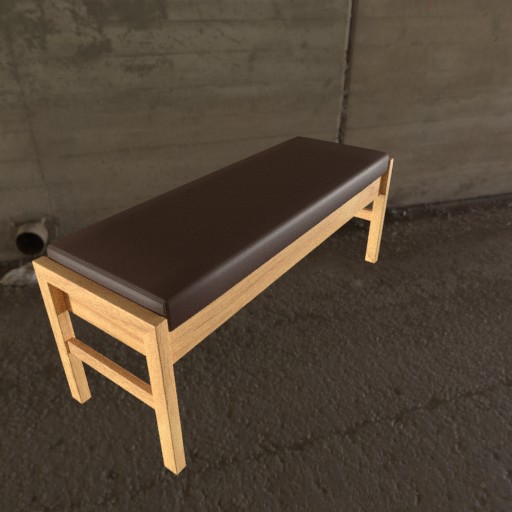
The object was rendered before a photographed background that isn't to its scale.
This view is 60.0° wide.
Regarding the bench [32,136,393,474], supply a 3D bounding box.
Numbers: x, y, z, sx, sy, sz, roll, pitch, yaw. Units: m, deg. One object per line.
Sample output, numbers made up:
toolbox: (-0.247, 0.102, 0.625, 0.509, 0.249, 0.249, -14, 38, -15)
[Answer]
bench: (0.000, 0.000, 1.438, 0.405, 0.480, 1.200, 20, 36, 30)
